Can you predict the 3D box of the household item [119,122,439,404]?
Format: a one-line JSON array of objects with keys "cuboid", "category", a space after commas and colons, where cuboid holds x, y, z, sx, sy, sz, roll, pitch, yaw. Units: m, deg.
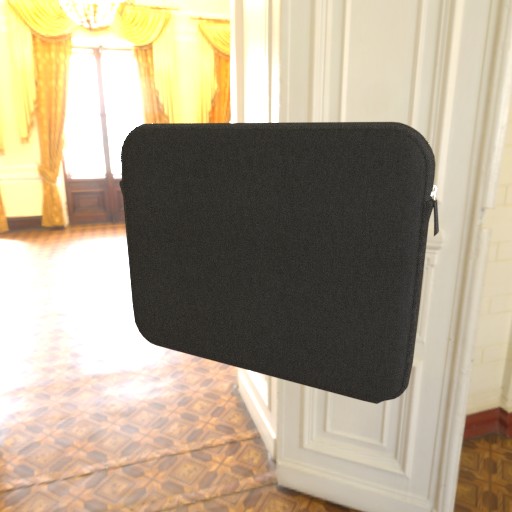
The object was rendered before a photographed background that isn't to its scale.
[{"cuboid": [0.000, 0.000, 0.529, 0.396, 0.305, 0.030, 8, 18, 26], "category": "household item"}]
